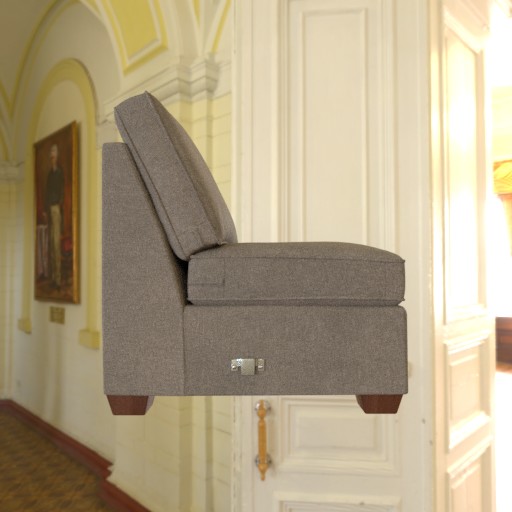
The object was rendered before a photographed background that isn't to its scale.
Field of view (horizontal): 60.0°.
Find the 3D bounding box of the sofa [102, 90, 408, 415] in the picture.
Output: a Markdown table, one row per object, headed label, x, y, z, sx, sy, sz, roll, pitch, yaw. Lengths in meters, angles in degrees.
| label | x | y | z | sx | sy | sz | roll | pitch | yaw |
| --- | --- | --- | --- | --- | --- | --- | --- | --- | --- |
| sofa | 0.000 | 0.000 | 1.957 | 0.951 | 1.008 | 1.237 | 0 | -1 | 0 |
